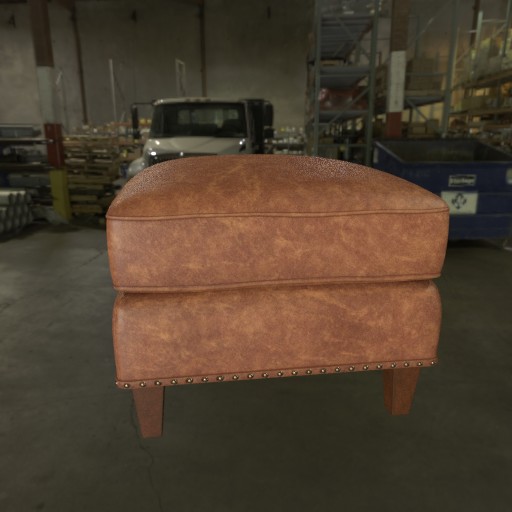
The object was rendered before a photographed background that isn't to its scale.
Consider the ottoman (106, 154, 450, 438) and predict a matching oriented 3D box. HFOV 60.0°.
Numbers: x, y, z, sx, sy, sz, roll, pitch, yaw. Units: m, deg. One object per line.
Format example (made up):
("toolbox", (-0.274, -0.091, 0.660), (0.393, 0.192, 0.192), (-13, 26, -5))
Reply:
("ottoman", (0.000, 0.000, 1.095), (0.586, 0.486, 0.742), (-2, 15, -8))
